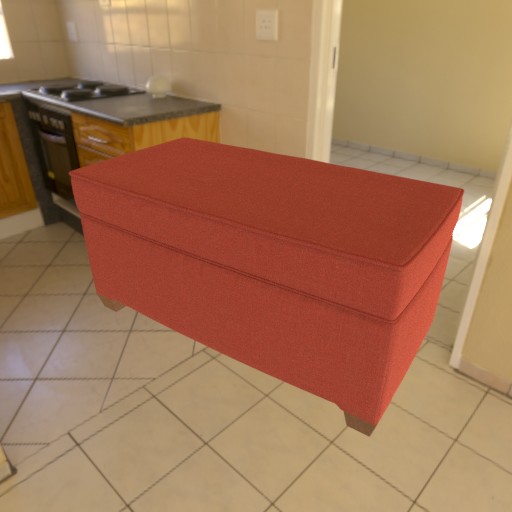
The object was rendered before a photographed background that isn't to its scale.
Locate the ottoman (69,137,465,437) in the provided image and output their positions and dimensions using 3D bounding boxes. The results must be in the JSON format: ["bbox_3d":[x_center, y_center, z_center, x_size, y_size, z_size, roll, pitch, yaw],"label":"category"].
[{"bbox_3d":[0.000,0.000,1.249,0.948,0.454,0.497,18,34,29],"label":"ottoman"}]
